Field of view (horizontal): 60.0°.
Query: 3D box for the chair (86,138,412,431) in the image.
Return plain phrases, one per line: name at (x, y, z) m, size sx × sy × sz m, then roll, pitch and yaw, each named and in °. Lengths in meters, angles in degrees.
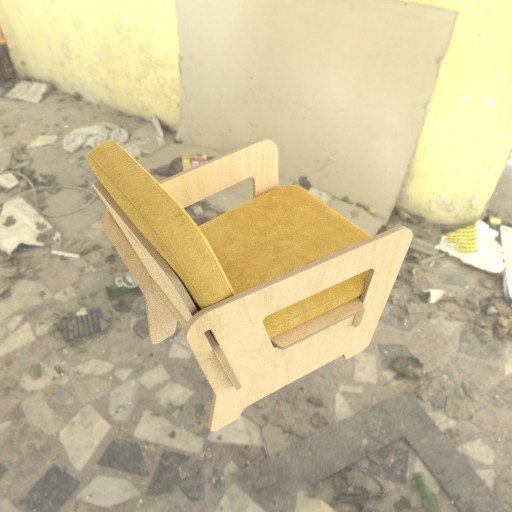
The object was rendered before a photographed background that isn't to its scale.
chair at (0.000, 0.000, 1.296) m, size 0.710 × 0.800 × 0.590 m, roll -26°, pitch 48°, yaw -26°
